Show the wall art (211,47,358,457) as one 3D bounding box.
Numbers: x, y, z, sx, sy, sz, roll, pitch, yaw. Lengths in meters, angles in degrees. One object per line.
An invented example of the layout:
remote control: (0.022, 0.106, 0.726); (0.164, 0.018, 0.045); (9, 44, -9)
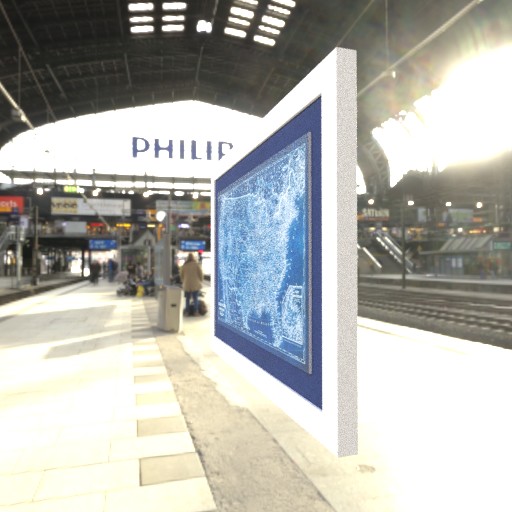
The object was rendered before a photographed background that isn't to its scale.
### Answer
wall art: (0.000, 0.000, 1.602); (0.051, 0.902, 1.308); (0, -1, -18)
